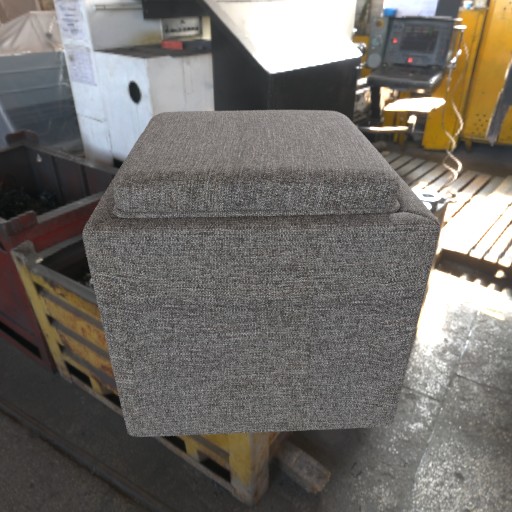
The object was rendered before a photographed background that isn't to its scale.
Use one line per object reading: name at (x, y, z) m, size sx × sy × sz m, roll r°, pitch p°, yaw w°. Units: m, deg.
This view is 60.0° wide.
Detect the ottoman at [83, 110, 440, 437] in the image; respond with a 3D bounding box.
ottoman at (0.000, 0.000, 0.817) m, size 0.450 × 0.460 × 0.450 m, roll -1°, pitch 31°, yaw -2°
